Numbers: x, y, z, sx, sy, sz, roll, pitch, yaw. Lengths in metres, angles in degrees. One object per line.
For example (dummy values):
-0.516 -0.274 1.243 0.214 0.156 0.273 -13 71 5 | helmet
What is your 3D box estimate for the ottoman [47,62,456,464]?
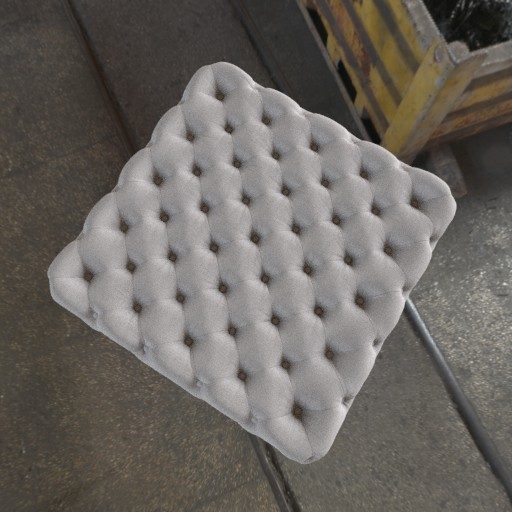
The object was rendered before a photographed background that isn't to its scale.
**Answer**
0.000 0.000 1.186 0.764 0.365 0.758 31 77 8 | ottoman
